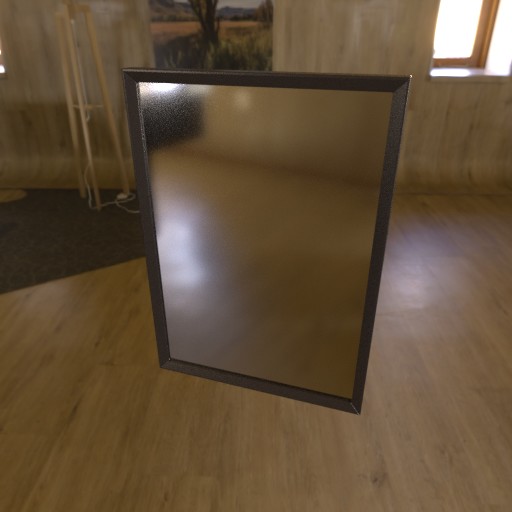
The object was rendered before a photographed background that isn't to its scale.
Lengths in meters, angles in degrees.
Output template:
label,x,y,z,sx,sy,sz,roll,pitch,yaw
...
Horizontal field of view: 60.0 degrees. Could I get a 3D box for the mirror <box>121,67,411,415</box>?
label,x,y,z,sx,sy,sz,roll,pitch,yaw
mirror,0.000,0.000,0.921,0.507,0.710,0.039,9,29,16
